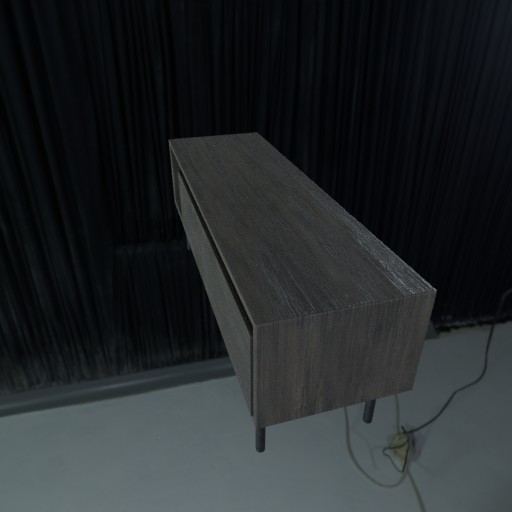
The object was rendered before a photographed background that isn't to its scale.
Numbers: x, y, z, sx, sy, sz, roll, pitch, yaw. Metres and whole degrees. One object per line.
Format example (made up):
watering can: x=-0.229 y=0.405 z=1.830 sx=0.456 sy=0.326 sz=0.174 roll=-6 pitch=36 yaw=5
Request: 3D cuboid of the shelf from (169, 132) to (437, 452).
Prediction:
shelf: x=0.000 y=0.000 z=1.536 sx=0.400 sy=0.495 sz=1.300 roll=-9 pitch=32 yaw=-14
